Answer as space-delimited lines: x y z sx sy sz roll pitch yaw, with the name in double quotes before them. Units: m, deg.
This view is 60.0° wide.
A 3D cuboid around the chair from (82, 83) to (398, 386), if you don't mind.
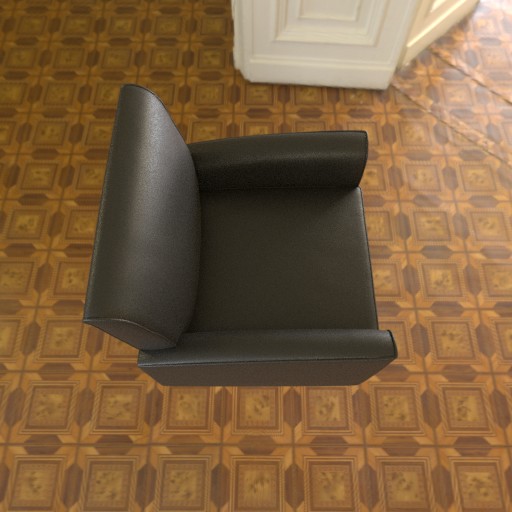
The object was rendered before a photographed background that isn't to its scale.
"chair" 0.000 0.000 1.571 0.819 0.916 0.820 0 65 0
